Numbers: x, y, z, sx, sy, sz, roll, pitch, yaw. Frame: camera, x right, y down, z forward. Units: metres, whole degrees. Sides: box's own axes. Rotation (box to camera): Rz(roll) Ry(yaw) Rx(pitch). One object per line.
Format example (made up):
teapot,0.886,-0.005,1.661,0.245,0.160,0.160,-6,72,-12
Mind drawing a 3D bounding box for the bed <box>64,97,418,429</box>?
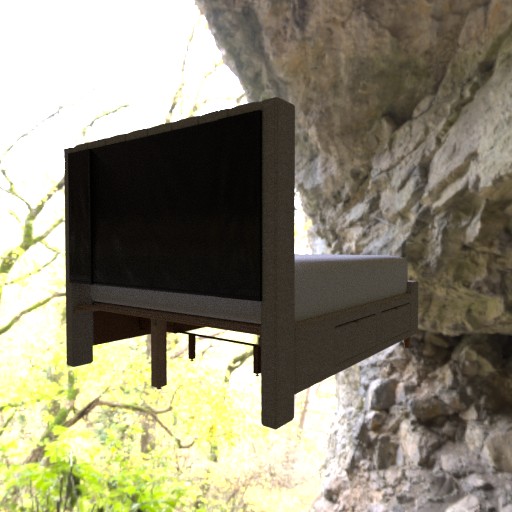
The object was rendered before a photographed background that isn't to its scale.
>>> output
bed,0.000,0.000,3.834,2.044,1.748,2.372,1,2,37
